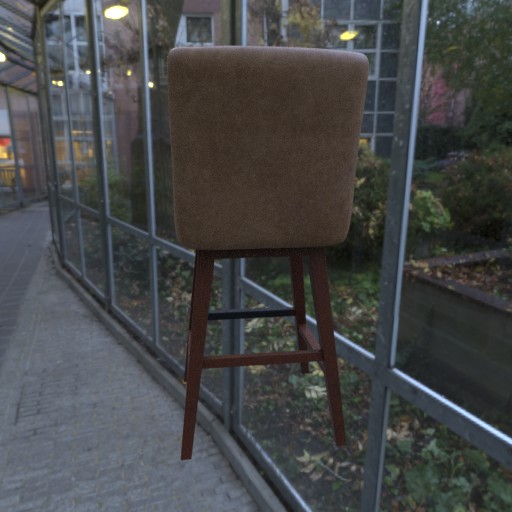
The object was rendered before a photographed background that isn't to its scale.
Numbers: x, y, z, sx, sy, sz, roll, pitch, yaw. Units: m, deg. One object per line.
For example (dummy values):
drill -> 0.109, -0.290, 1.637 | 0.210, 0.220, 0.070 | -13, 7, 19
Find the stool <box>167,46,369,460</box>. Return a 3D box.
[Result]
stool -> 0.000, 0.000, 1.362 | 0.487, 1.079, 0.572 | -2, 14, -8
